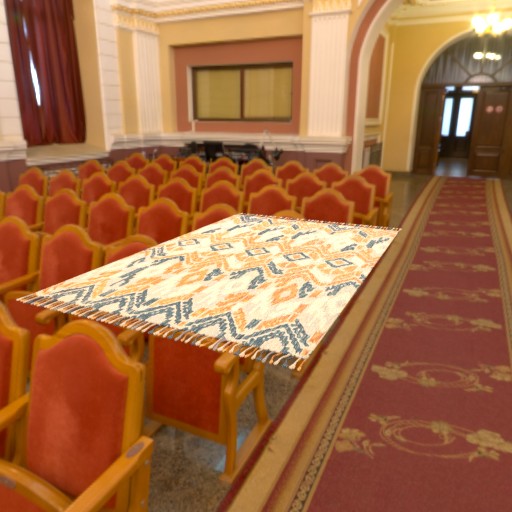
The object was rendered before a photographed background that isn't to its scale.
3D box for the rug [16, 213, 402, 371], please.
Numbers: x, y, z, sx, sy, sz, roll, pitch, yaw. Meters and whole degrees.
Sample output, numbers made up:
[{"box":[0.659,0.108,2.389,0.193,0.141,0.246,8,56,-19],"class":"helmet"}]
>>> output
[{"box":[0.000,0.000,2.963,1.533,0.010,2.428,8,19,24],"class":"rug"}]
